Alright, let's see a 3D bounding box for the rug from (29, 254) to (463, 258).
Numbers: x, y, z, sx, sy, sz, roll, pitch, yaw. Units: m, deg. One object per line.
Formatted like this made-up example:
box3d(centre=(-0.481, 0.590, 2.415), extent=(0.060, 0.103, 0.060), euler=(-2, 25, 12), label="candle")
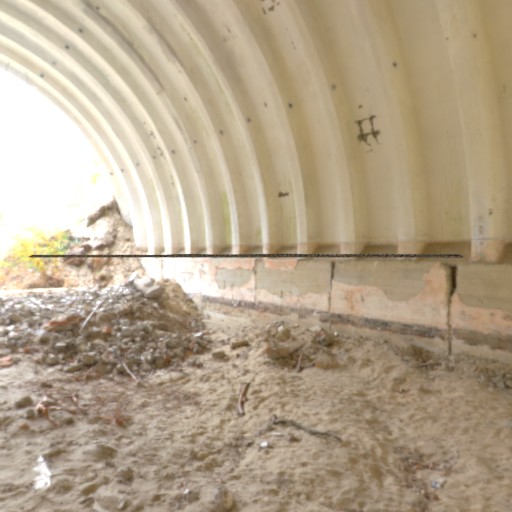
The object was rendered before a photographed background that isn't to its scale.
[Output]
box3d(centre=(0.000, 0.000, 3.092), extent=(2.443, 0.021, 1.538), euler=(0, 0, 17), label="rug")
